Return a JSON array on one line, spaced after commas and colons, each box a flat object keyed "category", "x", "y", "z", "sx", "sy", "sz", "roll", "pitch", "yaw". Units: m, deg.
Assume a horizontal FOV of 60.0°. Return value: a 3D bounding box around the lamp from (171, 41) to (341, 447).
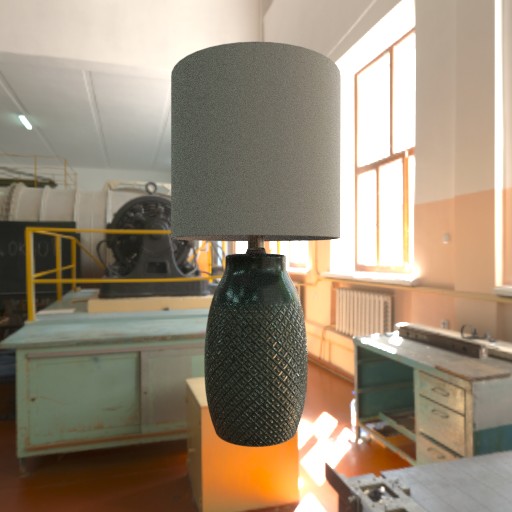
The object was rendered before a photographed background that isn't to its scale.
[{"category": "lamp", "x": 0.000, "y": 0.000, "z": 0.576, "sx": 0.217, "sy": 0.453, "sz": 0.217, "roll": 0, "pitch": 0, "yaw": 19}]
